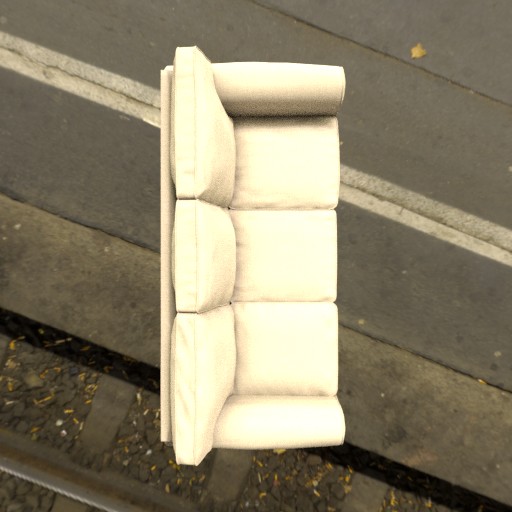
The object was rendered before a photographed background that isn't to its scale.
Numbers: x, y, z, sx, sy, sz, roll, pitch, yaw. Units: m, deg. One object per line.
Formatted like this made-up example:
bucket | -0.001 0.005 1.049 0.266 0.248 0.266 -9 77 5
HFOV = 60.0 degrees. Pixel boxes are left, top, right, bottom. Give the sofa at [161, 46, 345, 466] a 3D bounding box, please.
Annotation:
sofa | 0.000 0.000 2.577 0.998 0.889 2.118 0 90 0
